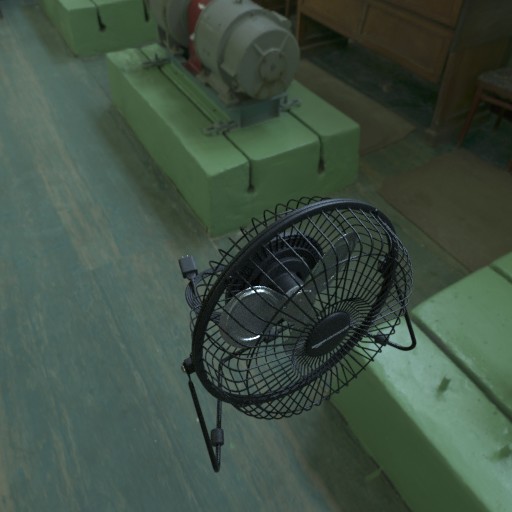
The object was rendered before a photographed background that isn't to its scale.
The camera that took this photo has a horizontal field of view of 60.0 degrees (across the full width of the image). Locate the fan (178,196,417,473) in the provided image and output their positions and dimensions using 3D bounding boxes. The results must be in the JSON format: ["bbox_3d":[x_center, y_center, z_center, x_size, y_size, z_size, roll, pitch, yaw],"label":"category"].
[{"bbox_3d":[0.000,0.000,0.377,0.209,0.188,0.227,-24,51,-21],"label":"fan"}]
